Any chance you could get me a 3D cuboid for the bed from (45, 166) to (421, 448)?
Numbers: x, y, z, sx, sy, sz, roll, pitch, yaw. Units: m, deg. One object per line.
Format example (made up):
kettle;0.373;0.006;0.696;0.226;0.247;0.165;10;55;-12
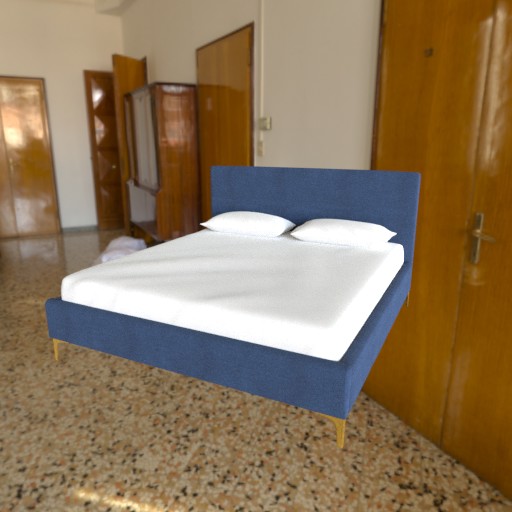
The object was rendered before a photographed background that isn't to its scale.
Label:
bed;0.000;0.000;3.454;2.096;1.231;2.232;7;17;26
